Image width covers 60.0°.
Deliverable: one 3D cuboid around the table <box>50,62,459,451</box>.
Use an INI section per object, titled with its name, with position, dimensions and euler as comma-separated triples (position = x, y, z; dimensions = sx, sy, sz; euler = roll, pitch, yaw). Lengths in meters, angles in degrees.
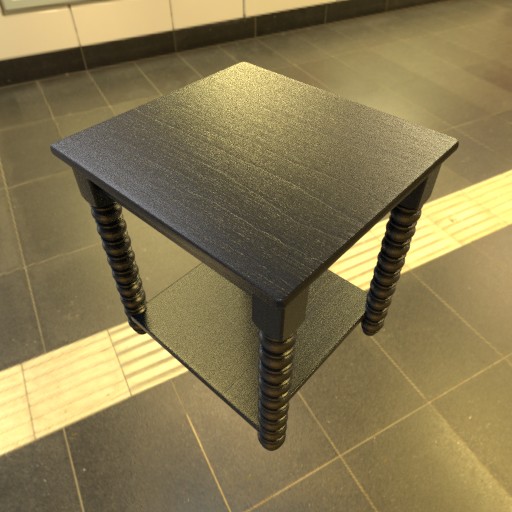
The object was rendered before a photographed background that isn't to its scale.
[table]
position = 0.000, 0.000, 0.980
dimensions = 0.533, 0.567, 0.500
euler = 33, 53, 28
